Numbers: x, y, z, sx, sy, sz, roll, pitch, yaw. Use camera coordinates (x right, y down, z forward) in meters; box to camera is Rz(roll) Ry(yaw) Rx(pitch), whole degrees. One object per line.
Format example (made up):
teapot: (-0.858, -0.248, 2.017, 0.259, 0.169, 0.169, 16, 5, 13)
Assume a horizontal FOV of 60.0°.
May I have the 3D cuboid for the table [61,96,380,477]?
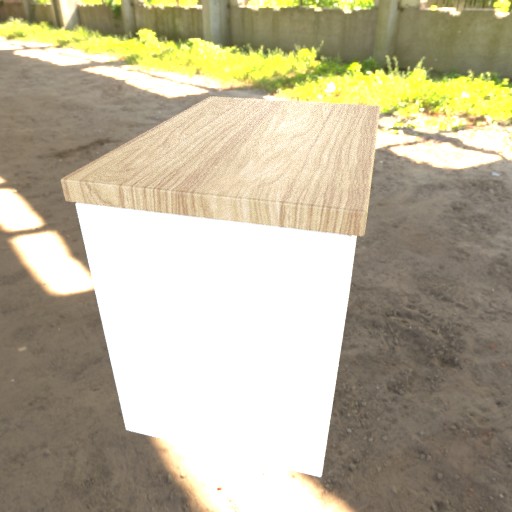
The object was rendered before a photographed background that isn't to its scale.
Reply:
table: (0.000, 0.000, 0.793, 0.360, 0.440, 0.500, 8, 31, 13)
